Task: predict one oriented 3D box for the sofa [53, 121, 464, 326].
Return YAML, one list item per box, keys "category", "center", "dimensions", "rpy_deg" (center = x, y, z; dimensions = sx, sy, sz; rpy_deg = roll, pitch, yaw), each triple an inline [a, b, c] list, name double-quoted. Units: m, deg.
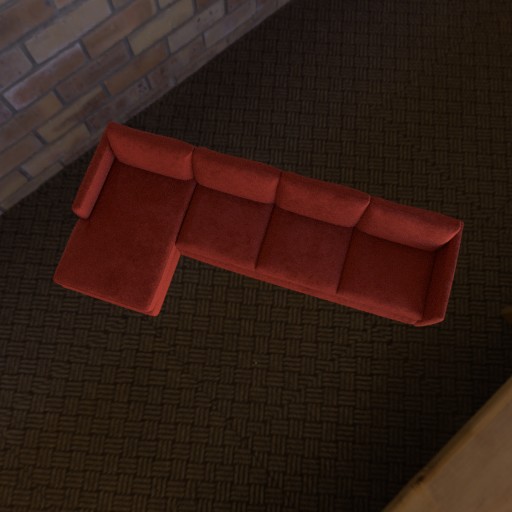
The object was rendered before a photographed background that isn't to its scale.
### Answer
- category: "sofa"
  center: [0.000, 0.000, 2.933]
  dimensions: [2.467, 0.663, 1.136]
  rpy_deg: [17, 77, 4]
